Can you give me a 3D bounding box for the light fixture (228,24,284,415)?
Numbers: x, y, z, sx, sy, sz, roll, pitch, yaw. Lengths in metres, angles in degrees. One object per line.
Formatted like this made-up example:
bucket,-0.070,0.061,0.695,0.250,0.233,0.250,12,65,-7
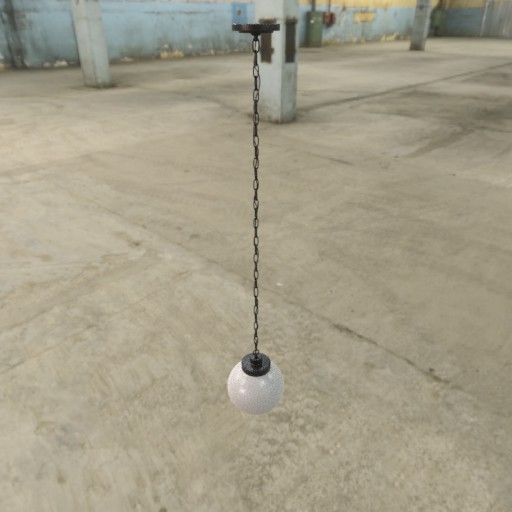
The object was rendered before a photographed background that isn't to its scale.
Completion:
light fixture,0.000,0.000,2.013,0.305,1.867,0.304,-9,29,-16
